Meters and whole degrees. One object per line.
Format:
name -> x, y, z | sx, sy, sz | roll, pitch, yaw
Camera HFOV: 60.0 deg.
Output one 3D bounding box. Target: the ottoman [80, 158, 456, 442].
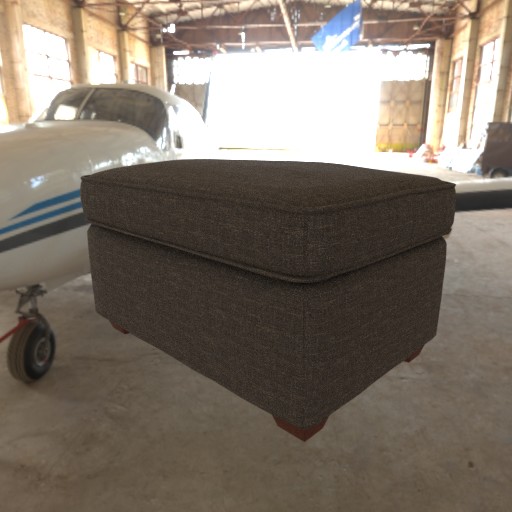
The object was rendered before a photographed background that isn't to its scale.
ottoman -> 0.000, 0.000, 1.071 | 0.749, 0.450, 0.549 | 15, 21, 42
